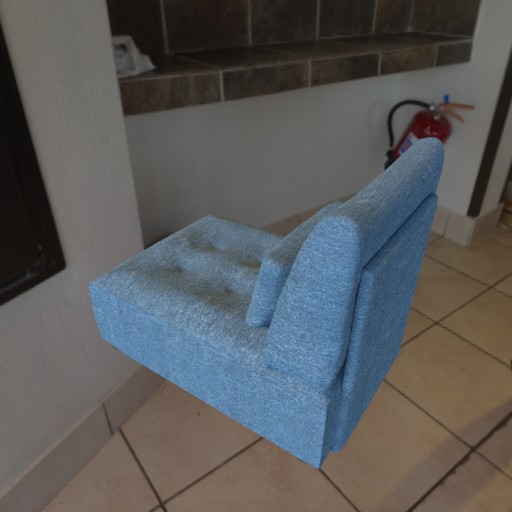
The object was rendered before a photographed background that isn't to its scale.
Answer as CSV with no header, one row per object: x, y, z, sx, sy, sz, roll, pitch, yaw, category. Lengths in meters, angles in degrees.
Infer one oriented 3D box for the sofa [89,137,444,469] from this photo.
0.000,0.000,1.539,1.000,0.820,0.700,20,37,29,sofa
